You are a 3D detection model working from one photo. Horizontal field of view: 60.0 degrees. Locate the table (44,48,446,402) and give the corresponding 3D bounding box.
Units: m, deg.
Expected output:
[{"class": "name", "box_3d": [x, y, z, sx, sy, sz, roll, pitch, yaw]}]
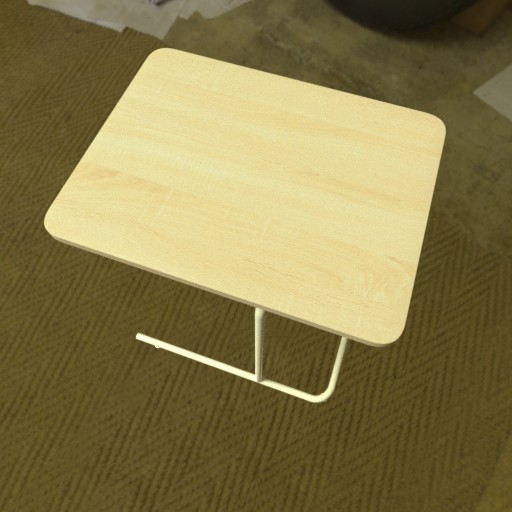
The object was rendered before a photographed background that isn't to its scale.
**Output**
[{"class": "table", "box_3d": [0.000, 0.000, 0.867, 0.480, 0.550, 0.370, 18, 65, 8]}]
